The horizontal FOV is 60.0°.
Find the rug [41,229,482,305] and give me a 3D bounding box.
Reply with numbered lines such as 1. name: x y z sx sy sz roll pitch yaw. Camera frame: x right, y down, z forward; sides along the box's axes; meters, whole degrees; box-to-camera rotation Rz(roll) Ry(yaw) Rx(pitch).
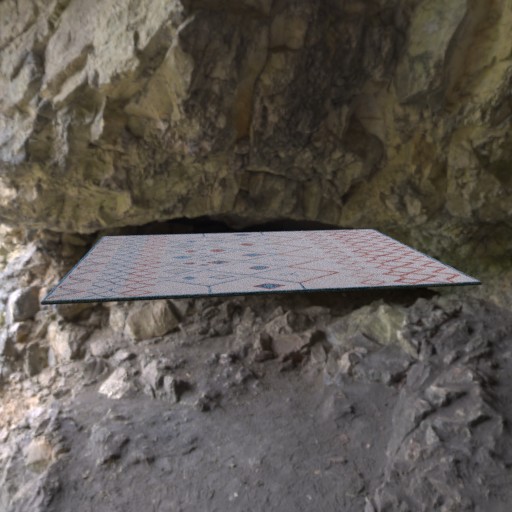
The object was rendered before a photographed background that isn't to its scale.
1. rug: 0.000 0.000 2.395 1.829 0.016 1.219 -2 15 -7
